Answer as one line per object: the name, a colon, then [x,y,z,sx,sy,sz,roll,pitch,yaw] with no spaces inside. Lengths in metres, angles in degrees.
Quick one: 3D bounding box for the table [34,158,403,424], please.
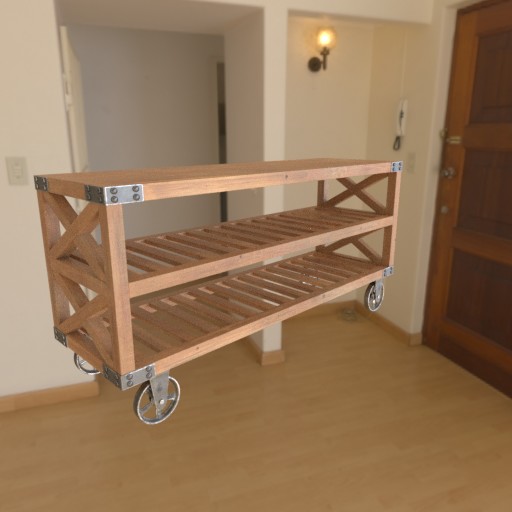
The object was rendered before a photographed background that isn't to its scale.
table: [0.000,0.000,1.799,0.467,0.711,1.487,15,21,43]
